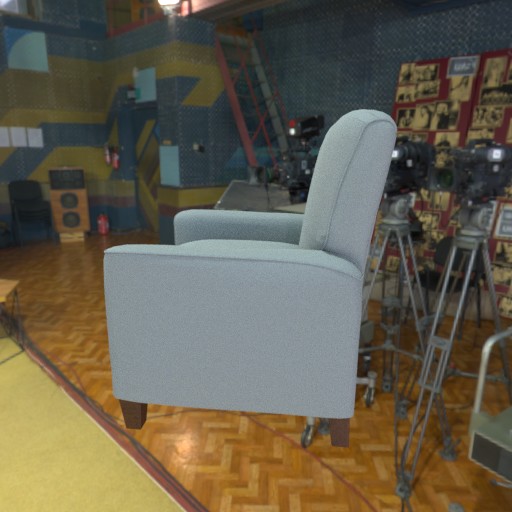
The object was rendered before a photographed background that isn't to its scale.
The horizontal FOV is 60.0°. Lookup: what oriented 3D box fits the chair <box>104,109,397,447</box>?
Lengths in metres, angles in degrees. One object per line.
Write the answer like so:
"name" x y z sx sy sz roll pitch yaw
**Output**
"chair" 0.000 0.000 1.645 0.846 1.007 0.853 2 14 7
